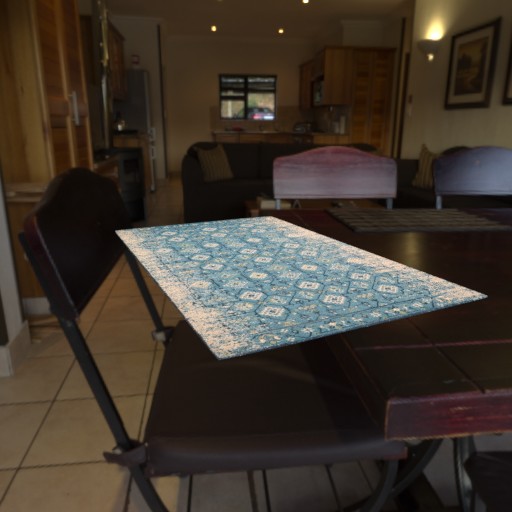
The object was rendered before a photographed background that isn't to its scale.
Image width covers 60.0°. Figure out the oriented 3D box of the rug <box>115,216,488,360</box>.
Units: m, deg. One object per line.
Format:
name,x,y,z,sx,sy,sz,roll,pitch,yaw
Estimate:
rug,0.000,0.000,2.226,1.102,0.008,1.795,-8,18,-25
